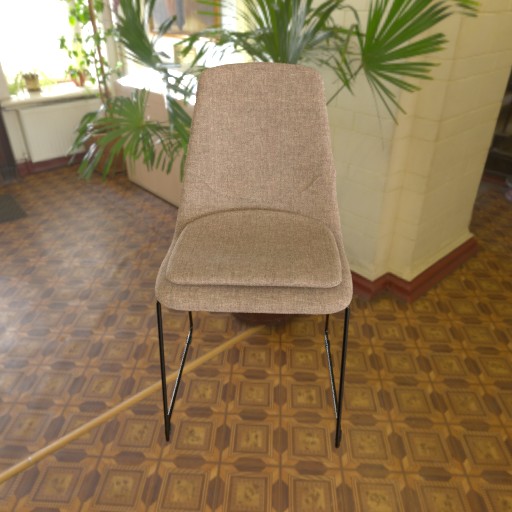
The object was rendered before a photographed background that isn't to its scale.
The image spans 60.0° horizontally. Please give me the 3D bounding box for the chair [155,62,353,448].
[{"bbox_3d":[0.000,0.000,1.139,0.479,0.858,0.518,1,31,2],"label":"chair"}]
